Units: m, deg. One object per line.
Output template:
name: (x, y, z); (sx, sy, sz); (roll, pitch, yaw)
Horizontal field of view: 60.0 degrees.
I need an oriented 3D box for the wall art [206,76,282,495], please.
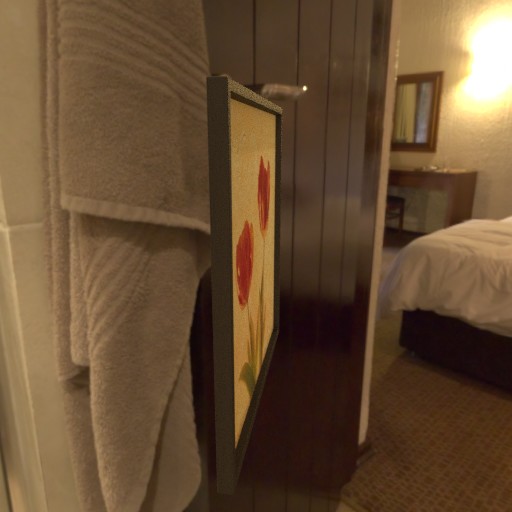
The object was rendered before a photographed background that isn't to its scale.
wall art: (0.000, 0.000, 1.196); (0.043, 0.807, 0.805); (2, 15, 9)
